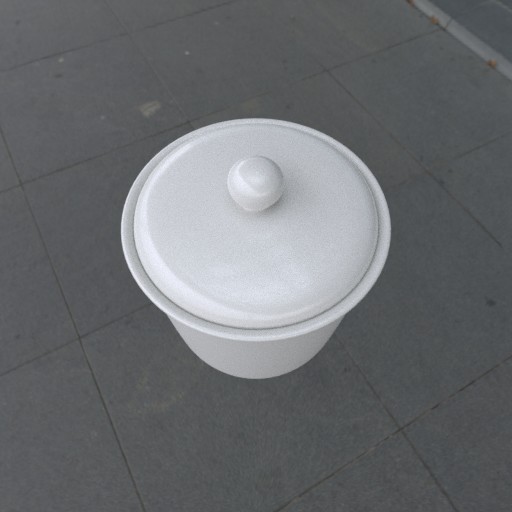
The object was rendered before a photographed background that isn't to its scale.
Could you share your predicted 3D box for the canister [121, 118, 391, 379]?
[{"bbox_3d":[0.000,0.000,0.352,0.182,0.208,0.182,0,60,0],"label":"canister"}]
